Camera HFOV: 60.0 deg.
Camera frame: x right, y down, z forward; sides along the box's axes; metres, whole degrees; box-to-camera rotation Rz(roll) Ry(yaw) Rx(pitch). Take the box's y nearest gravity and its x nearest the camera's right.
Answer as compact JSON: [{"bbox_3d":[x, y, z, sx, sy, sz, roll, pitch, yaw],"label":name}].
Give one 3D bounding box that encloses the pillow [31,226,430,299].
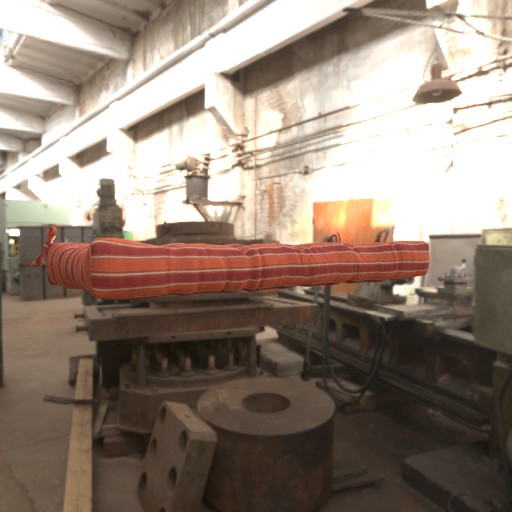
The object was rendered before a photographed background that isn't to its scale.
[{"bbox_3d":[0.000,0.000,1.367,1.194,0.174,0.511,-1,2,-36],"label":"pillow"}]
